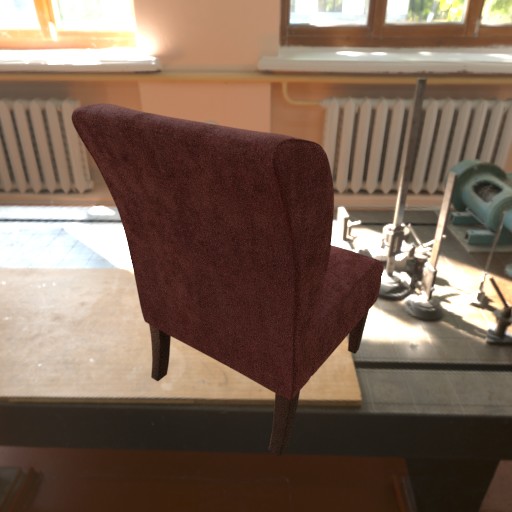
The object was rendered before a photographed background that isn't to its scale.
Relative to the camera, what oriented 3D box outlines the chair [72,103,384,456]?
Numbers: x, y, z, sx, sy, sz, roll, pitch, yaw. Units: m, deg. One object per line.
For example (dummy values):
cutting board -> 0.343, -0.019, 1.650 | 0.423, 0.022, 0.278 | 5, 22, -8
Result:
chair -> 0.000, 0.000, 1.229 | 0.538, 0.846, 0.640 | 20, 35, 31
